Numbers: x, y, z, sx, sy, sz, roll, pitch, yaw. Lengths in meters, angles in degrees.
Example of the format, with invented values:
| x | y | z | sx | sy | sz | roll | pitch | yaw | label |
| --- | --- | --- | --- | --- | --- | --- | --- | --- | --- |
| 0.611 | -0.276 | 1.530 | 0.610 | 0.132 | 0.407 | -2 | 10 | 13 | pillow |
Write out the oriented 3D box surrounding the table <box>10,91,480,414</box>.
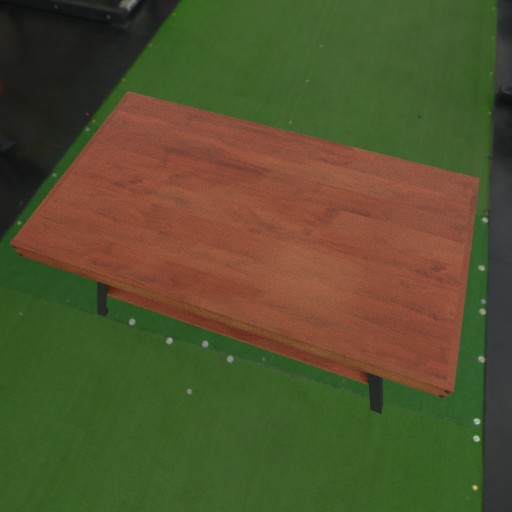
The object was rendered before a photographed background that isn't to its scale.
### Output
| x | y | z | sx | sy | sz | roll | pitch | yaw | label |
| --- | --- | --- | --- | --- | --- | --- | --- | --- | --- |
| 0.000 | 0.000 | 1.337 | 1.067 | 0.457 | 0.610 | 17 | 60 | 10 | table |
